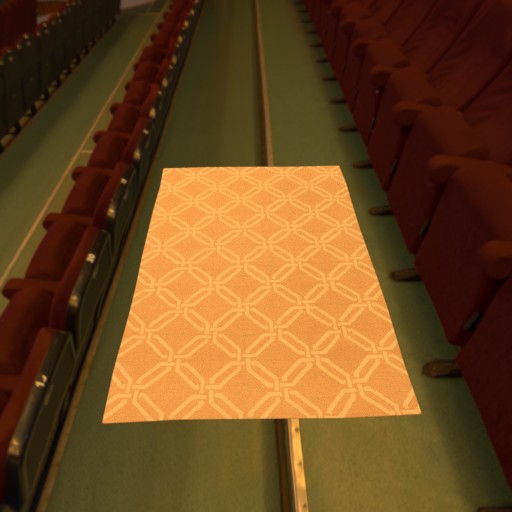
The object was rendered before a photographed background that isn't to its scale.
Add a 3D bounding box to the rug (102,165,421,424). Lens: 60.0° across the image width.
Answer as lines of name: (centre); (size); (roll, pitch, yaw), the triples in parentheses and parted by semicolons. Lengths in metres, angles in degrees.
rug: (0.000, 0.000, 2.218); (1.146, 0.010, 1.745); (-1, 42, -1)
